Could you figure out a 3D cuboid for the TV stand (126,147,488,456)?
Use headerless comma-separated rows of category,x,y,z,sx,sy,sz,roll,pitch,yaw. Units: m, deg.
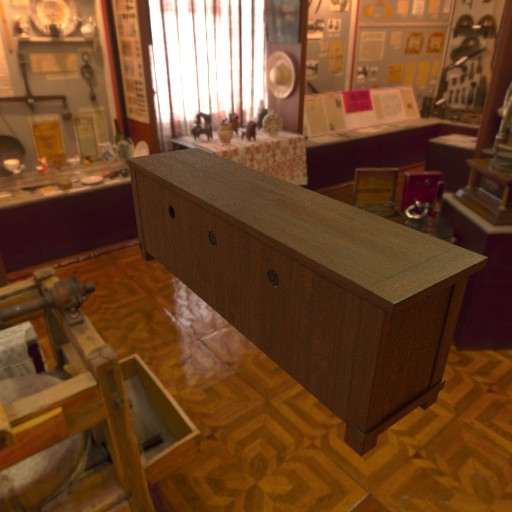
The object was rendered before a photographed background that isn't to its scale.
TV stand,0.000,0.000,2.089,0.471,0.615,1.866,-18,32,-32
